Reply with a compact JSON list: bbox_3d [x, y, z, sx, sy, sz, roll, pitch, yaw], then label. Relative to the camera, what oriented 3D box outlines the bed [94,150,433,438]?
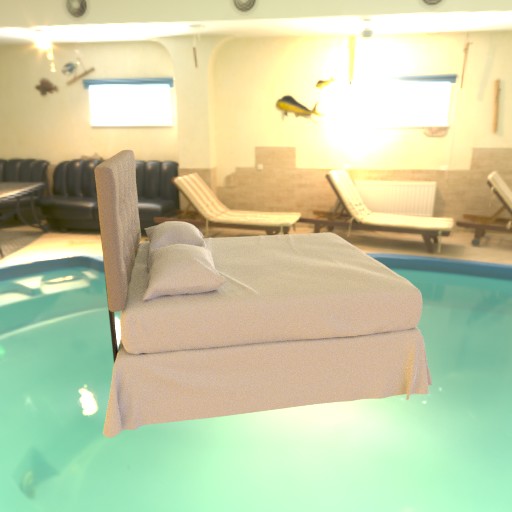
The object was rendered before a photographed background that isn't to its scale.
[{"bbox_3d":[0.000,0.000,3.506,2.222,1.577,1.936,-3,17,-10],"label":"bed"}]
